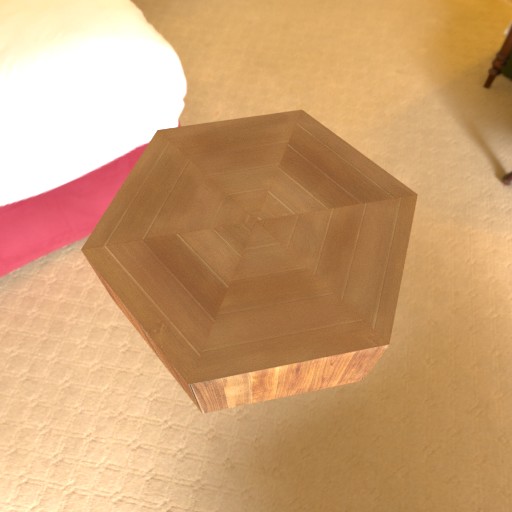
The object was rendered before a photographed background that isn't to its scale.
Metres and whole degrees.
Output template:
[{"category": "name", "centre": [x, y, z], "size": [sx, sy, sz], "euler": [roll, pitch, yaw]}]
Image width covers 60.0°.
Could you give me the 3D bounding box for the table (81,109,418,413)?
[{"category": "table", "centre": [0.000, 0.000, 1.685], "size": [1.000, 0.456, 1.154], "euler": [16, 60, 9]}]
